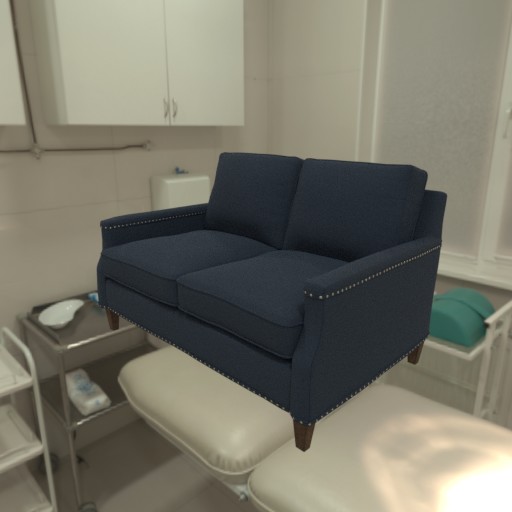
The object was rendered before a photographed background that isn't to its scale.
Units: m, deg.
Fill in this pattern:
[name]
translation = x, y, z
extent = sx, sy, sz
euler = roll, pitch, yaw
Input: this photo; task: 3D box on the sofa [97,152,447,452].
[sofa]
translation = 0.000, 0.000, 2.335
extent = 1.597, 1.003, 1.084
euler = 16, 22, 43
